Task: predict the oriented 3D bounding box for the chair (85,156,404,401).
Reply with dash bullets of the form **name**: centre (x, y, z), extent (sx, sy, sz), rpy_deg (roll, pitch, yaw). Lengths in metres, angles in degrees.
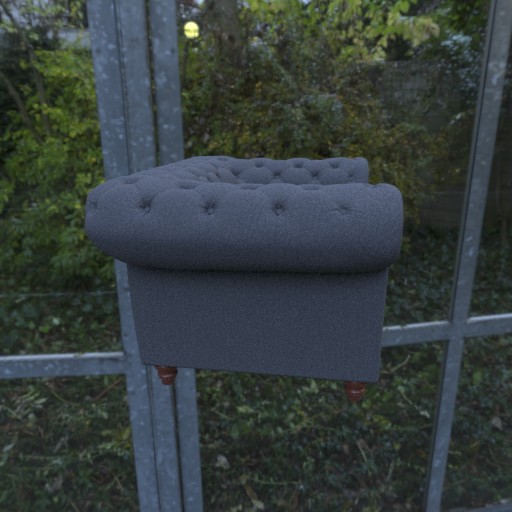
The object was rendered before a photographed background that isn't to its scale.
- **chair**: centre (0.000, 0.000, 1.898), extent (0.976, 0.770, 1.270), rpy_deg (2, 17, 8)
